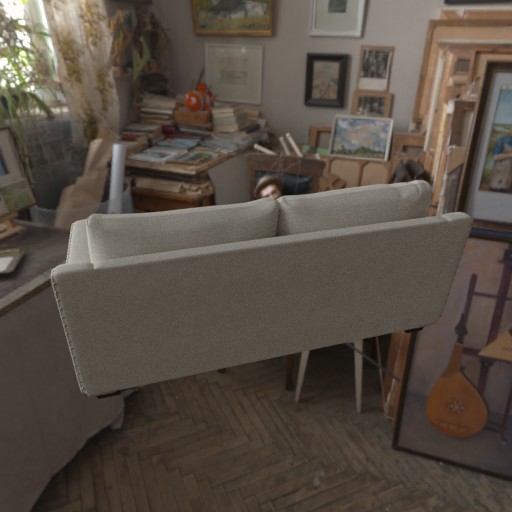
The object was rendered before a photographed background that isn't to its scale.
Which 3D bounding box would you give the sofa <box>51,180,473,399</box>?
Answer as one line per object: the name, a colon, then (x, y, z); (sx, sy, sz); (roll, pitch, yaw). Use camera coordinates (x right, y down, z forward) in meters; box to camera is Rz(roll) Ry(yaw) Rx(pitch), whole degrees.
sofa: (0.000, 0.000, 2.698); (2.107, 0.983, 1.104); (-8, 28, -16)
